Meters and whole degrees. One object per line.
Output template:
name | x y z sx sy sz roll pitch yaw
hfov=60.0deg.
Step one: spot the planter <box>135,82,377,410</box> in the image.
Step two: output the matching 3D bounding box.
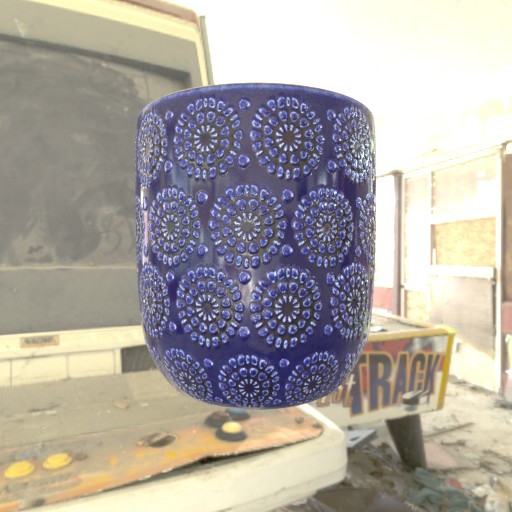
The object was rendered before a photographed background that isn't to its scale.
planter | 0.000 0.000 0.350 0.184 0.206 0.184 0 0 0
